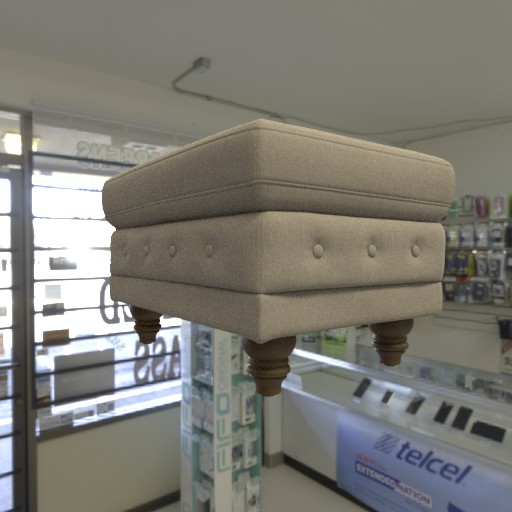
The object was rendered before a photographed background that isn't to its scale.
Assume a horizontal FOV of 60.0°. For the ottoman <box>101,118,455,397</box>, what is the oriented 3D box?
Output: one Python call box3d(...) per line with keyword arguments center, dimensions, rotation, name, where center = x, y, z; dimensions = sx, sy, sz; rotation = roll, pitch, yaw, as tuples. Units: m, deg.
box3d(center=(0.000, 0.000, 1.139), dimensions=(0.569, 0.500, 0.771), rotation=(0, 1, -36), name="ottoman")
